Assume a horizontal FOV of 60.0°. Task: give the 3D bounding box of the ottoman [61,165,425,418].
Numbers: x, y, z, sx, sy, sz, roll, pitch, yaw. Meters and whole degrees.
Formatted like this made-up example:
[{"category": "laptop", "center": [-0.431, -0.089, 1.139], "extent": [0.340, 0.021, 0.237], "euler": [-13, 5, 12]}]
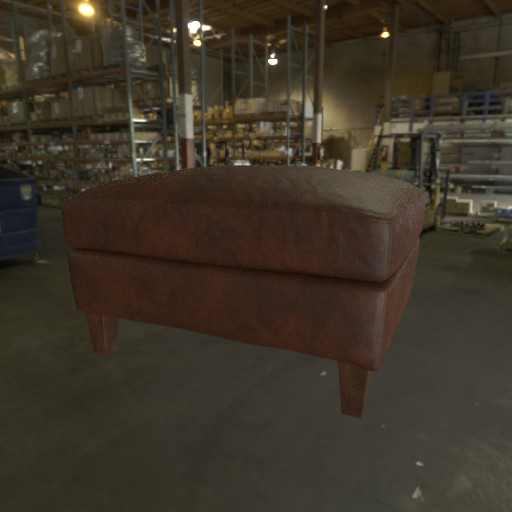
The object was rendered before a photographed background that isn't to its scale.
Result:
[{"category": "ottoman", "center": [0.000, 0.000, 1.301], "extent": [0.887, 0.527, 0.659], "euler": [6, 14, 24]}]
